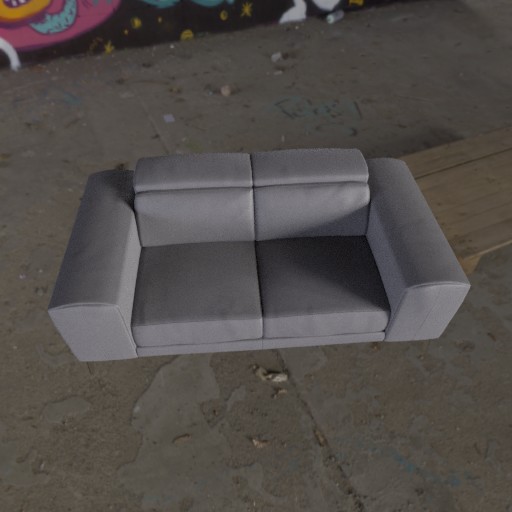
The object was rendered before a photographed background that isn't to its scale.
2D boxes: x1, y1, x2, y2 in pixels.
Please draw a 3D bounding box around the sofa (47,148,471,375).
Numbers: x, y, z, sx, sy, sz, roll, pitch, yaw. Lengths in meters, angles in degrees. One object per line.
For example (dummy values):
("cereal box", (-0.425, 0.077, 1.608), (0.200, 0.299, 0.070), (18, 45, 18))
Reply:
("sofa", (0.000, 0.000, 2.439), (1.895, 0.779, 1.003), (-3, 46, -3))
